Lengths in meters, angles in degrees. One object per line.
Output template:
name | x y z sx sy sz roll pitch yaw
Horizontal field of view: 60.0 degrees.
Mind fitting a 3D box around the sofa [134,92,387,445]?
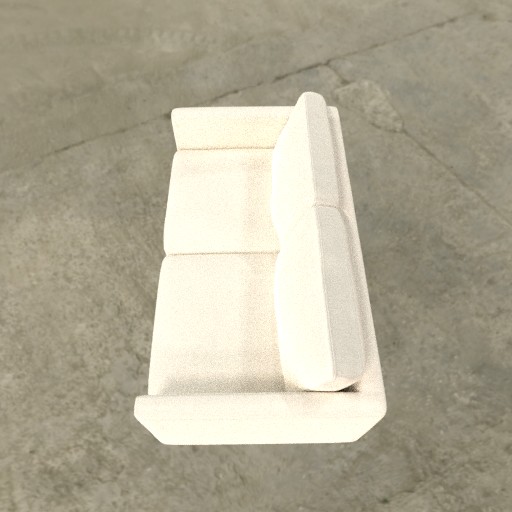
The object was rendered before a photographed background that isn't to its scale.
sofa | 0.000 0.000 2.256 0.964 0.888 1.702 -1 58 0
